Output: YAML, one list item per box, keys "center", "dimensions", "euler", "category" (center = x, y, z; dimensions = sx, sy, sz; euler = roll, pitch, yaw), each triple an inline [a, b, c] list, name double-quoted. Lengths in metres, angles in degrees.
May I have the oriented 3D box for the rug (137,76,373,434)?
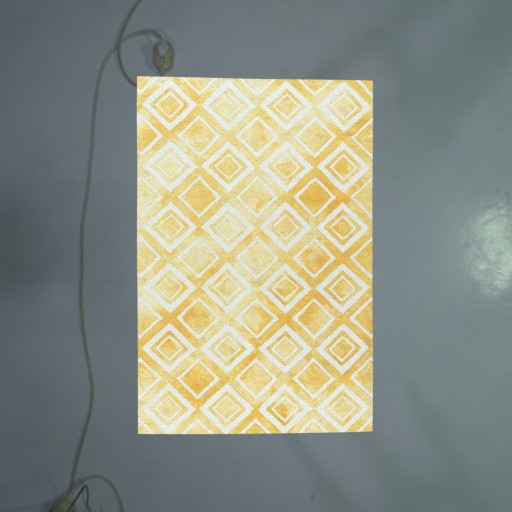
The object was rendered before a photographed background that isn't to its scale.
- center: [0.000, 0.000, 2.282]
  dimensions: [1.213, 0.010, 1.829]
  euler: [0, 90, -2]
  category: "rug"
